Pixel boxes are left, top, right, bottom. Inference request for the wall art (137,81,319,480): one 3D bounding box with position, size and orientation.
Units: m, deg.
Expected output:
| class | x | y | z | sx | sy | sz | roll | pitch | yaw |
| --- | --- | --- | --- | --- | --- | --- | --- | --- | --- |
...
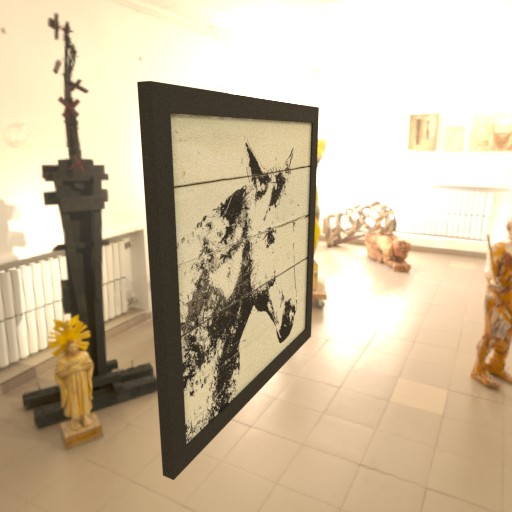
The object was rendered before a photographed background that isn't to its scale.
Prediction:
| class | x | y | z | sx | sy | sz | roll | pitch | yaw |
| --- | --- | --- | --- | --- | --- | --- | --- | --- | --- |
| wall art | 0.000 | 0.000 | 1.512 | 0.038 | 1.016 | 1.016 | 8 | 17 | 27 |
